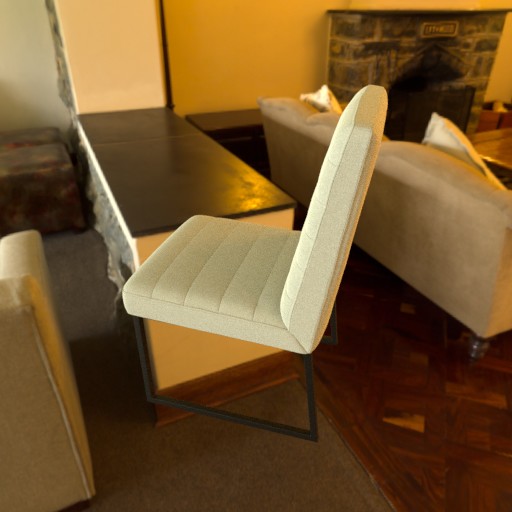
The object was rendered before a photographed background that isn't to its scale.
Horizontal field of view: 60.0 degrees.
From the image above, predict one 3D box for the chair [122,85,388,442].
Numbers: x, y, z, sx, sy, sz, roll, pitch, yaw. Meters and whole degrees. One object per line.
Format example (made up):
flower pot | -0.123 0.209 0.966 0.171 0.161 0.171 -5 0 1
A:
chair | 0.000 0.000 1.327 0.634 0.930 0.520 8 31 14
